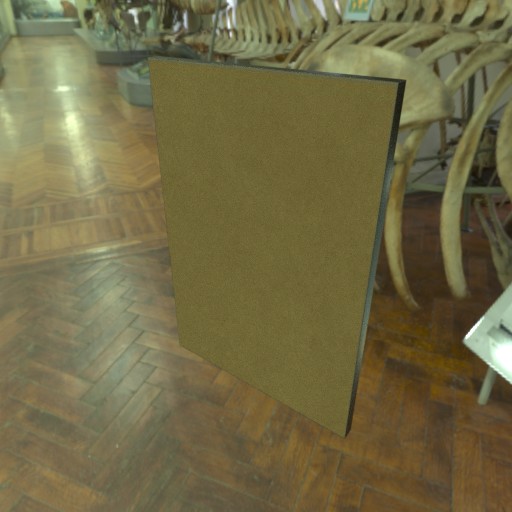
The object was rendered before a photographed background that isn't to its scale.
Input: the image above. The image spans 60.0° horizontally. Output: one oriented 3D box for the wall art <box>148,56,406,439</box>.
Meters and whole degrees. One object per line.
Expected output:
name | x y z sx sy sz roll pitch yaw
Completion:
wall art | 0.000 0.000 0.575 0.314 0.455 0.019 21 36 31
